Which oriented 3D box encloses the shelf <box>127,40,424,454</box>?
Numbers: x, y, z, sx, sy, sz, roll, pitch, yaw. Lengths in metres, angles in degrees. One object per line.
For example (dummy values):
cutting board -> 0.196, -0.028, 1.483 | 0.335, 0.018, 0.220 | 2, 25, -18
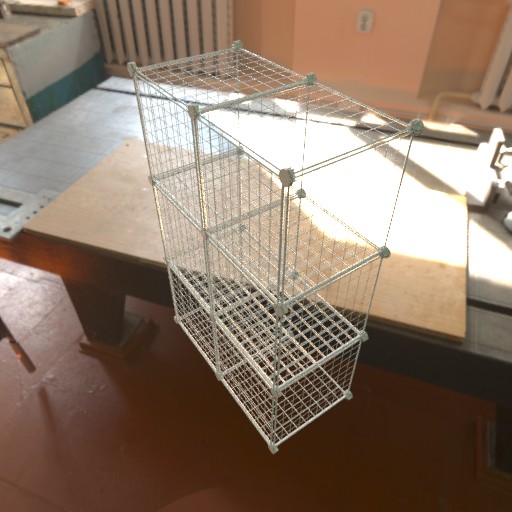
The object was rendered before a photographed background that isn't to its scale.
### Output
shelf -> 0.000, 0.000, 1.406 | 0.356, 1.067, 0.711 | -25, 47, -26
